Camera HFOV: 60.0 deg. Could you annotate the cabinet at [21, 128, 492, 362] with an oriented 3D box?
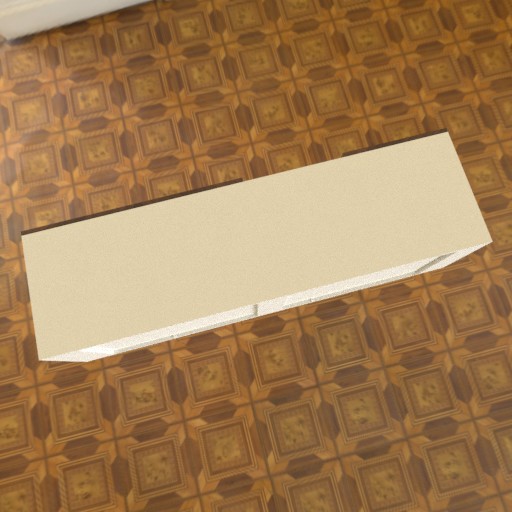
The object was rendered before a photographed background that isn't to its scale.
[{"bbox_3d":[0.000,0.000,1.722,1.499,0.533,0.431,-14,76,-4],"label":"cabinet"}]
